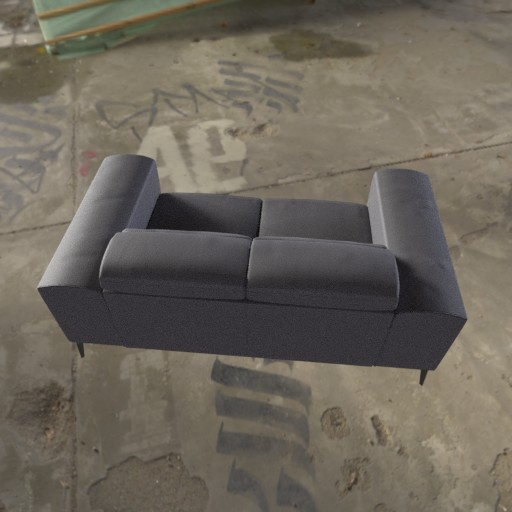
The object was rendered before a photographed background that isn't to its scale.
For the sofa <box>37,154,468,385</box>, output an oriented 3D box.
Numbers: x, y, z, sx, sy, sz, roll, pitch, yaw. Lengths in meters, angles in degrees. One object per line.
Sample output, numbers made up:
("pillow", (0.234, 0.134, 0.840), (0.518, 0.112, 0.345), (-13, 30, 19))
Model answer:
("sofa", (0.000, 0.000, 2.399), (1.895, 0.779, 1.003), (4, 49, 3))
